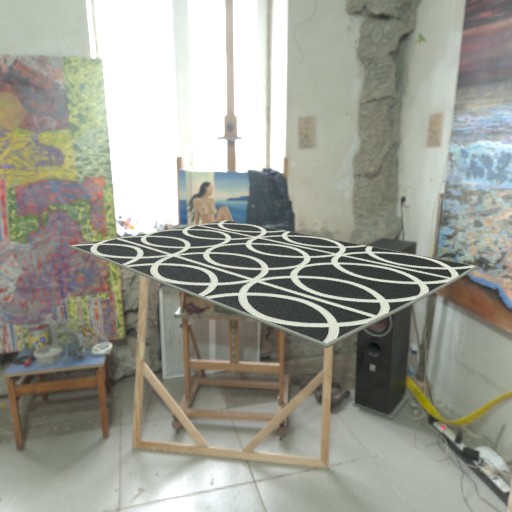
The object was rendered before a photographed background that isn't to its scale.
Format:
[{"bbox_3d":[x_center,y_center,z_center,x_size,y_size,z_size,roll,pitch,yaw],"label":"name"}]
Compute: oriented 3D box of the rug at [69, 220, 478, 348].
[{"bbox_3d":[0.000,0.000,2.923,2.290,0.014,1.526,14,20,43],"label":"rug"}]
